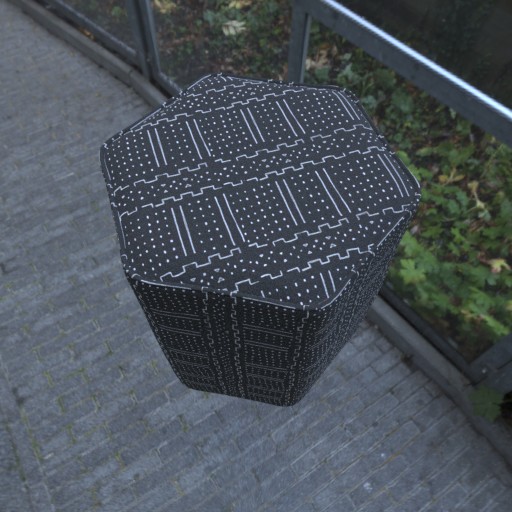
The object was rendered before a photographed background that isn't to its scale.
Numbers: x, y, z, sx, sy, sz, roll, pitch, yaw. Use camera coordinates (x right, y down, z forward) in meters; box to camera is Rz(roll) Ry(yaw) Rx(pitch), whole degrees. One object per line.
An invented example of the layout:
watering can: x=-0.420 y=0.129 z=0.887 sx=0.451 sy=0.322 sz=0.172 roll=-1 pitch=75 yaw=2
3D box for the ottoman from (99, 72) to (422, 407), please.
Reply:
ottoman: x=0.000 y=0.000 z=0.860 sx=0.443 sy=0.502 sz=0.494 roll=-16 pitch=59 yaw=-10
